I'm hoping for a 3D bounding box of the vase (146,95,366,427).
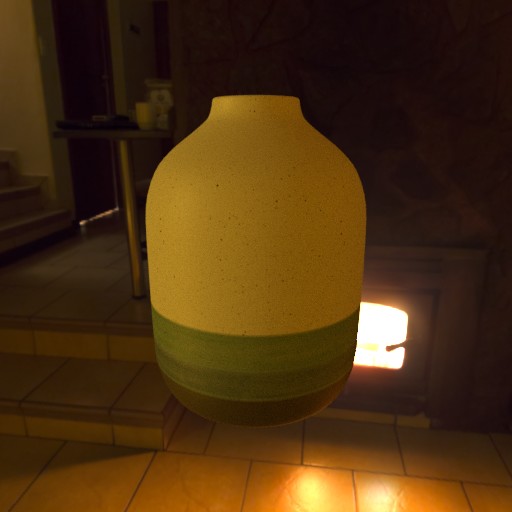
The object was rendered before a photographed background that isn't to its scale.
[{"bbox_3d":[0.000,0.000,0.358,0.169,0.240,0.169,0,16,0],"label":"vase"}]
